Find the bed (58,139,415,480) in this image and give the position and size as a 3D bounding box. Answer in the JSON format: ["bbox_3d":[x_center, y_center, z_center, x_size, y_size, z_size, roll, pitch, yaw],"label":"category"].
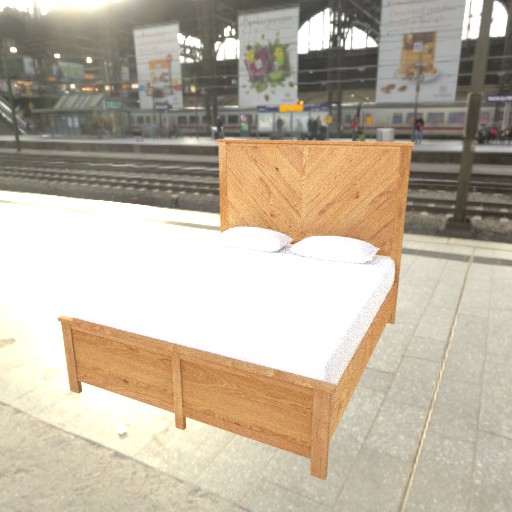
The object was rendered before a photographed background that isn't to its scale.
[{"bbox_3d":[0.000,0.000,3.484,1.936,1.686,2.201,8,18,25],"label":"bed"}]
